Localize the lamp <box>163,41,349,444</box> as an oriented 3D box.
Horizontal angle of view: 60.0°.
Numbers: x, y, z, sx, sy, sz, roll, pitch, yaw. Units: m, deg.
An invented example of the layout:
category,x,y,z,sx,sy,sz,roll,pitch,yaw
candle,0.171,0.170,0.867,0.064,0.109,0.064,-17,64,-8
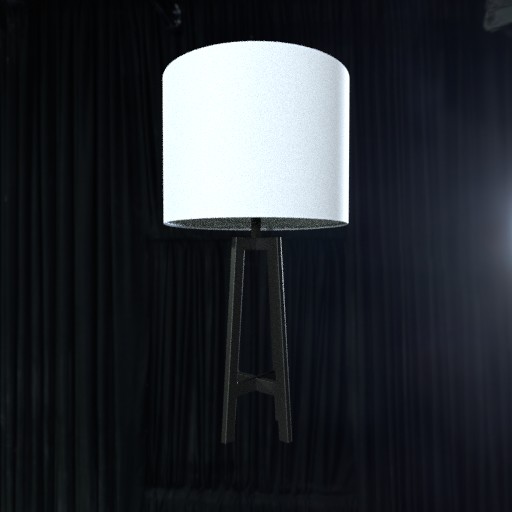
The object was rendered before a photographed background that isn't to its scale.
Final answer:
category,x,y,z,sx,sy,sz,roll,pitch,yaw
lamp,0.000,0.000,0.625,0.257,0.489,0.257,0,0,-1
